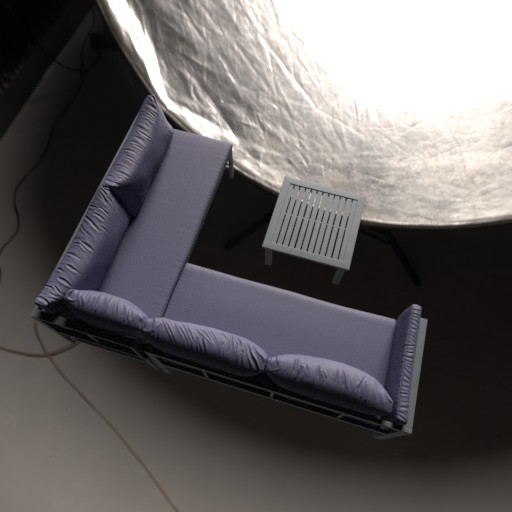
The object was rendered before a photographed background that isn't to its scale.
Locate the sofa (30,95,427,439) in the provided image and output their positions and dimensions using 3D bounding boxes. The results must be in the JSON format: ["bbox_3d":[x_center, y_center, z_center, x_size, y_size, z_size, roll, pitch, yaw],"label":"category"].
[{"bbox_3d":[0.000,0.000,2.909,2.149,0.762,1.658,15,66,7],"label":"sofa"}]
